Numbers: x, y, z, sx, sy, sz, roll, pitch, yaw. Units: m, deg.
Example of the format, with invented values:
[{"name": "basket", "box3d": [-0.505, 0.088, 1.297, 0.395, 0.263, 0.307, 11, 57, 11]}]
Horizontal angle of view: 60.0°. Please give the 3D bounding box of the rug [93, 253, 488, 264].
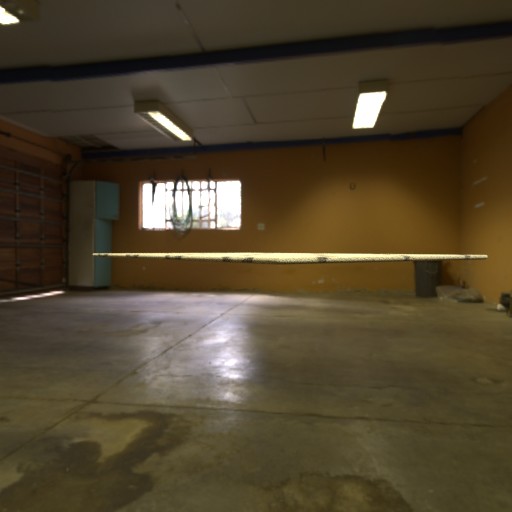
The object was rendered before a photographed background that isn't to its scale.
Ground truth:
[{"name": "rug", "box3d": [0.000, 0.000, 2.976, 1.501, 0.024, 2.348, -1, 1, -36]}]
